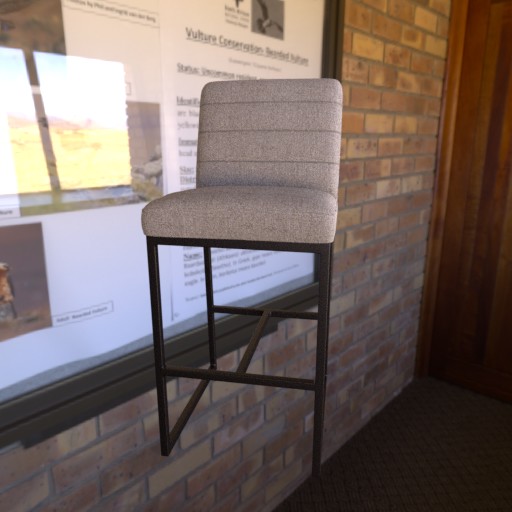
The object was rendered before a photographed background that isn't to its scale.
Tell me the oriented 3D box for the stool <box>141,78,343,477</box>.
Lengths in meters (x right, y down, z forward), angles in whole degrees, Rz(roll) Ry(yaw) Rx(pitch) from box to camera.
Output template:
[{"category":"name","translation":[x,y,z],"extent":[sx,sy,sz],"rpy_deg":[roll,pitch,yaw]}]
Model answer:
[{"category":"stool","translation":[0.000,0.000,1.305],"extent":[0.459,1.034,0.571],"rpy_deg":[3,15,10]}]
